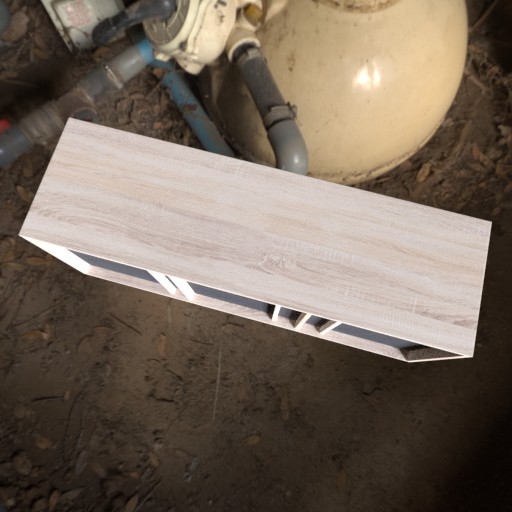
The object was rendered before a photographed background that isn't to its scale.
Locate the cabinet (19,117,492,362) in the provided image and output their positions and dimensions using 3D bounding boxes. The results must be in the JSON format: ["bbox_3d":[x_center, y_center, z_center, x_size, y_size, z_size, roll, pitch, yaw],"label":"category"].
[{"bbox_3d":[0.000,0.000,1.989,1.650,0.780,0.500,15,76,4],"label":"cabinet"}]
